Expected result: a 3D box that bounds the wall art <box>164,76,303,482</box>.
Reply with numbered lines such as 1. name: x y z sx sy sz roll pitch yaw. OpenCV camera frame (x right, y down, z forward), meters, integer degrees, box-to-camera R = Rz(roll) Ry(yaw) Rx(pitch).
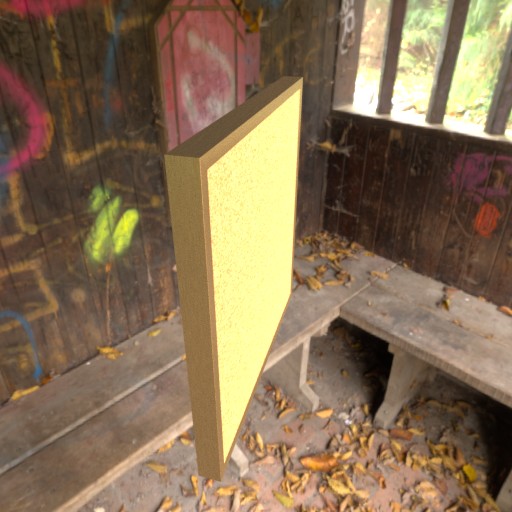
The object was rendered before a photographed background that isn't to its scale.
1. wall art: 0.000 0.000 0.765 0.037 0.509 0.510 8 31 14
